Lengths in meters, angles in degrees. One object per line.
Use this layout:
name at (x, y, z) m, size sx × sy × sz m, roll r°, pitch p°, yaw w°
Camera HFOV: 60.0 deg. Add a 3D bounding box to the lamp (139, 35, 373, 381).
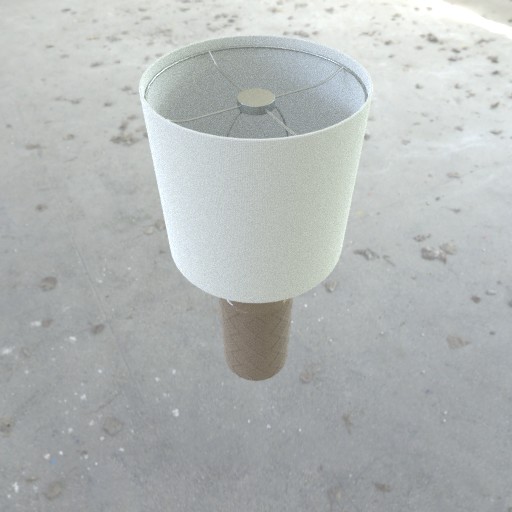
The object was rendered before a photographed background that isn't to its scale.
lamp at (0.000, 0.000, 0.563) m, size 0.207 × 0.461 × 0.207 m, roll -22°, pitch 50°, yaw -20°
